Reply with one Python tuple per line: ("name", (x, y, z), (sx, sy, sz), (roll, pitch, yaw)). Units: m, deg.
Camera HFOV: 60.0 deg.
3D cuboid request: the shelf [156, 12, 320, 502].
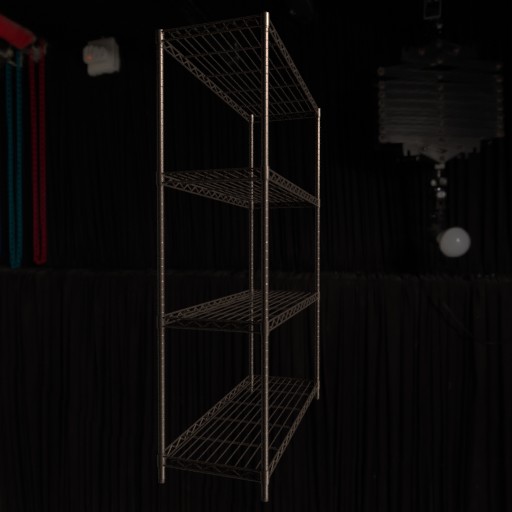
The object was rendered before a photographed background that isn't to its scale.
("shelf", (0.000, 0.000, 1.710), (0.352, 1.361, 0.907), (0, 1, 17))
